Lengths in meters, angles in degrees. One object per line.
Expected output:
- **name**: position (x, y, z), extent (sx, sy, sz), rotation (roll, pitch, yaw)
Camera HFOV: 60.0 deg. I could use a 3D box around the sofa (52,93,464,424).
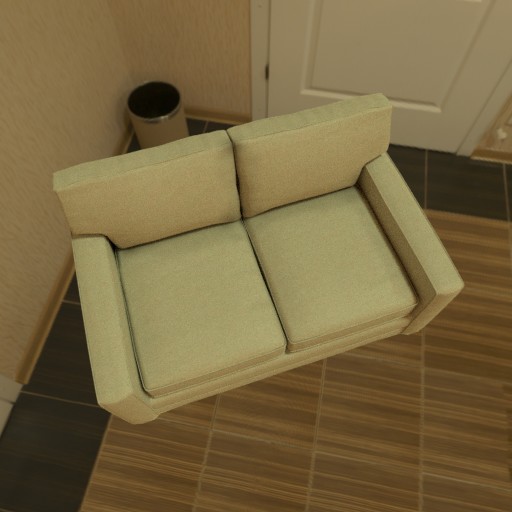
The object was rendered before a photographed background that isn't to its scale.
- **sofa**: position (0.000, 0.000, 1.979), extent (1.484, 0.853, 0.942), rotation (-16, 63, -8)
